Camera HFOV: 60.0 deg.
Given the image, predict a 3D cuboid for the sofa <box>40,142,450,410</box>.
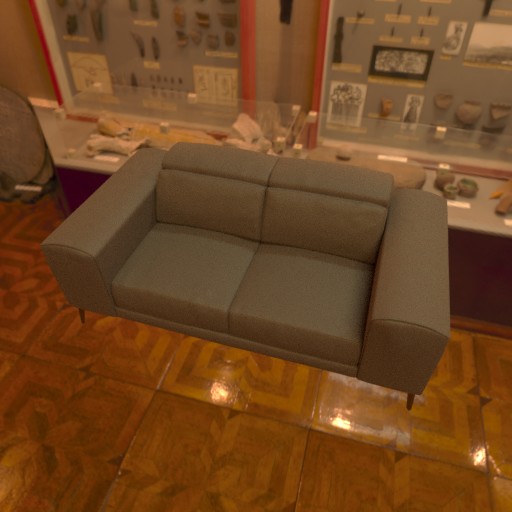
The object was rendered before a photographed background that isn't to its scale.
[{"bbox_3d":[0.000,0.000,2.408,1.895,0.779,1.003,12,43,13],"label":"sofa"}]
